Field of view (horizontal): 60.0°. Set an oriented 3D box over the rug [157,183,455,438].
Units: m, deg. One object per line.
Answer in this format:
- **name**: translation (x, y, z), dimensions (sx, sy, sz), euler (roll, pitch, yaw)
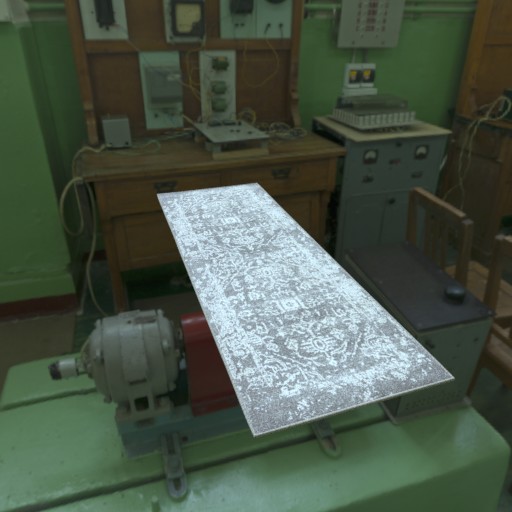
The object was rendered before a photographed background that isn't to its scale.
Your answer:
- **rug**: translation (0.000, 0.000, 2.659), dimensions (0.855, 0.017, 2.452), euler (-9, 30, -16)
